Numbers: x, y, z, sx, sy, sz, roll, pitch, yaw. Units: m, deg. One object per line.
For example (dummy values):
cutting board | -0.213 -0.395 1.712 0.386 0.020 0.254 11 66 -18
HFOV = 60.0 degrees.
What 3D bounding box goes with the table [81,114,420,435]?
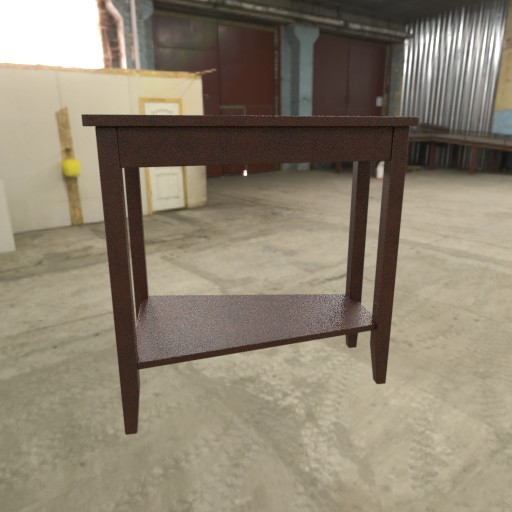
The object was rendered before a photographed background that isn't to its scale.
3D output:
table | 0.000 0.000 0.987 0.605 0.589 0.399 -3 17 -9
